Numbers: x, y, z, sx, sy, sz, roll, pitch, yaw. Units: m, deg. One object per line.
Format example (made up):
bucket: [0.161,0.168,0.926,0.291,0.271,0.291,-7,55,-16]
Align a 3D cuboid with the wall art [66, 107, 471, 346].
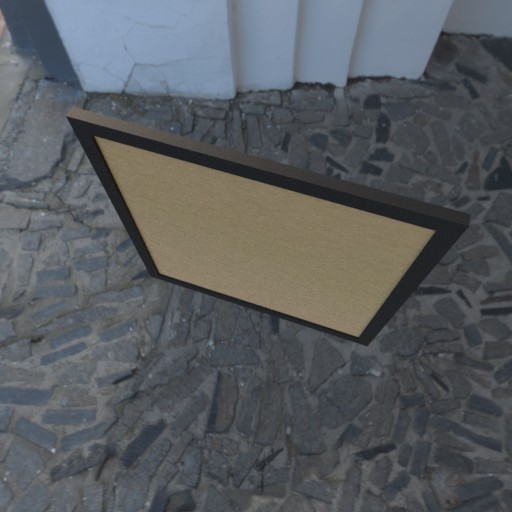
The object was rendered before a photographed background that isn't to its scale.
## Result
wall art: [0.000,0.000,0.535,0.358,0.357,0.012,17,65,8]
